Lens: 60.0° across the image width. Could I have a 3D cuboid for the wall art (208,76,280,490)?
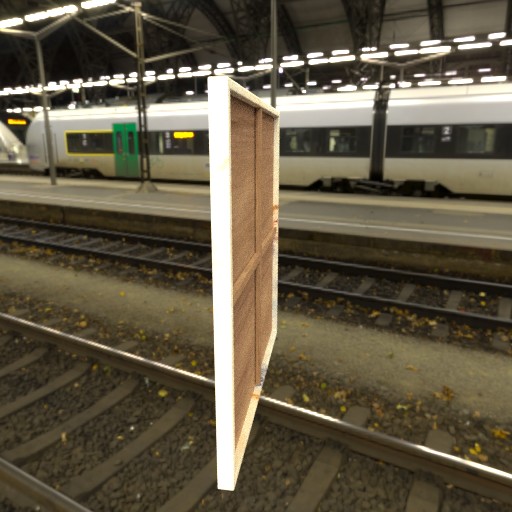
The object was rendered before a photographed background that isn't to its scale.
[{"bbox_3d":[0.000,0.000,1.335,0.038,0.889,0.889,2,14,9],"label":"wall art"}]
